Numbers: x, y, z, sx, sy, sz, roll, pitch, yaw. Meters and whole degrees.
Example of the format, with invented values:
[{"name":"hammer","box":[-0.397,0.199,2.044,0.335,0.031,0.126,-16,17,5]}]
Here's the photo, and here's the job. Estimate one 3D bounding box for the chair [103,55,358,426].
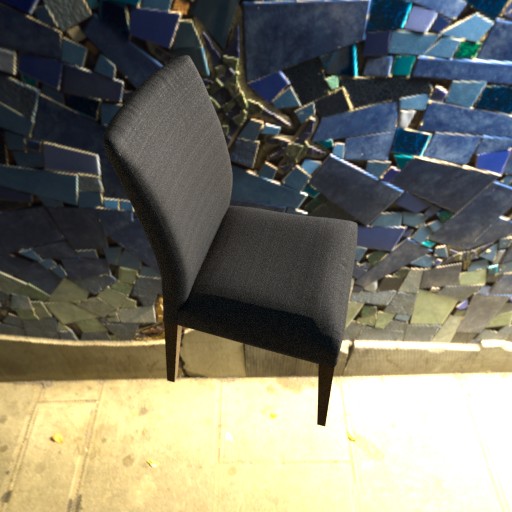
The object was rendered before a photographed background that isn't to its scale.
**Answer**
[{"name":"chair","box":[0.000,0.000,1.288,0.585,0.940,0.496,11,48,10]}]
